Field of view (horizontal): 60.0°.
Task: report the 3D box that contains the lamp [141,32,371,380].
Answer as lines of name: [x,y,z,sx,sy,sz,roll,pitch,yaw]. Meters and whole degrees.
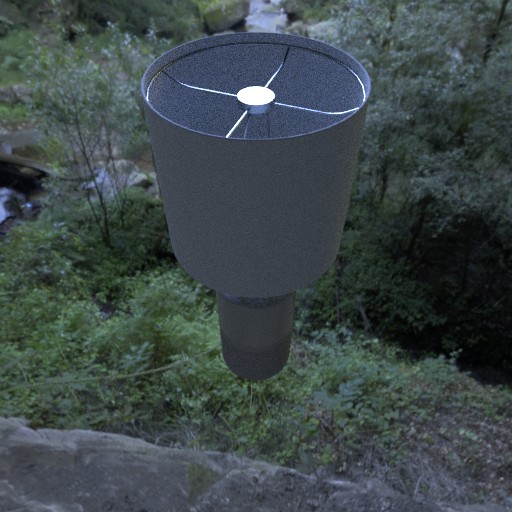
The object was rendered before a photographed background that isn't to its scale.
lamp: [0.000,0.000,0.594,0.212,0.493,0.212,16,49,14]
